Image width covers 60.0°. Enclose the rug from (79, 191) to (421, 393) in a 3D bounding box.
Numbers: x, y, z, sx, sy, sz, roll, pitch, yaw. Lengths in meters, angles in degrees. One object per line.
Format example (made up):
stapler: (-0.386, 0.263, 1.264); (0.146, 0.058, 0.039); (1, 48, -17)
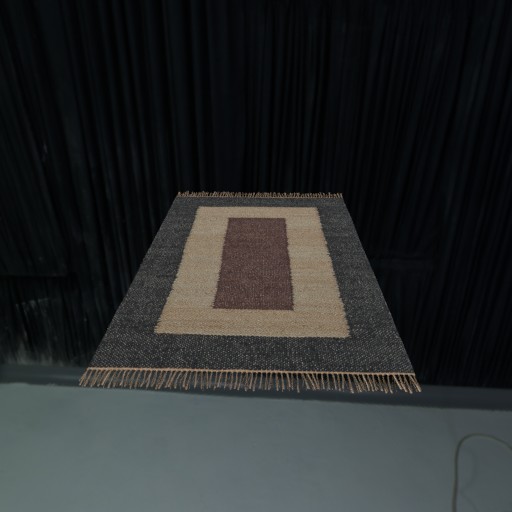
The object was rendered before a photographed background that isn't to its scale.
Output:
rug: (0.000, 0.000, 2.454); (1.224, 0.027, 2.021); (1, 28, 1)
